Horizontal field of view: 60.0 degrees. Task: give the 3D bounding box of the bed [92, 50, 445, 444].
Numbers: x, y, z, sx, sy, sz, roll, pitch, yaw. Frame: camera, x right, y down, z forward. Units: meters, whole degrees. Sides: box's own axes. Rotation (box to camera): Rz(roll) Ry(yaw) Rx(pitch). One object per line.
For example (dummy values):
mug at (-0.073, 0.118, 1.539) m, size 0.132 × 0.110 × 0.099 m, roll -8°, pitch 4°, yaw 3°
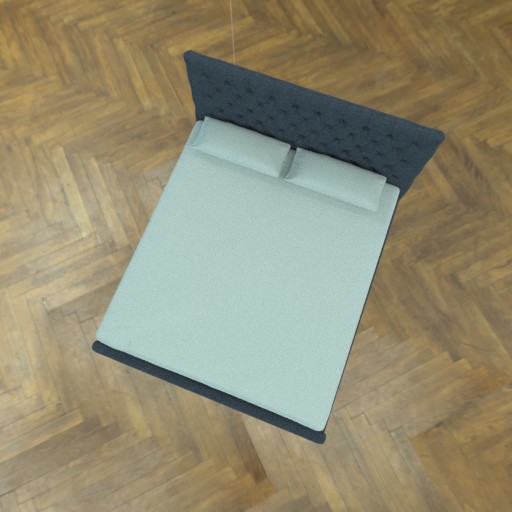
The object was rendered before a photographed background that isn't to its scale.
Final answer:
bed at (0.000, 0.000, 3.664) m, size 2.078 × 1.427 × 2.387 m, roll 20°, pitch 74°, yaw 6°
